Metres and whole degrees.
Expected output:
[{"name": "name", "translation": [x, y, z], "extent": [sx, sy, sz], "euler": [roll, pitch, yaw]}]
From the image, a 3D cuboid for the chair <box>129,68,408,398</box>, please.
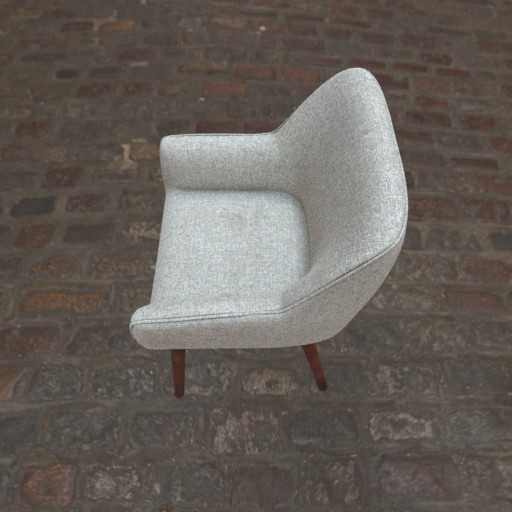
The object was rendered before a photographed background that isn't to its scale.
[{"name": "chair", "translation": [0.000, 0.000, 1.135], "extent": [0.519, 0.803, 0.543], "euler": [0, 57, 0]}]
